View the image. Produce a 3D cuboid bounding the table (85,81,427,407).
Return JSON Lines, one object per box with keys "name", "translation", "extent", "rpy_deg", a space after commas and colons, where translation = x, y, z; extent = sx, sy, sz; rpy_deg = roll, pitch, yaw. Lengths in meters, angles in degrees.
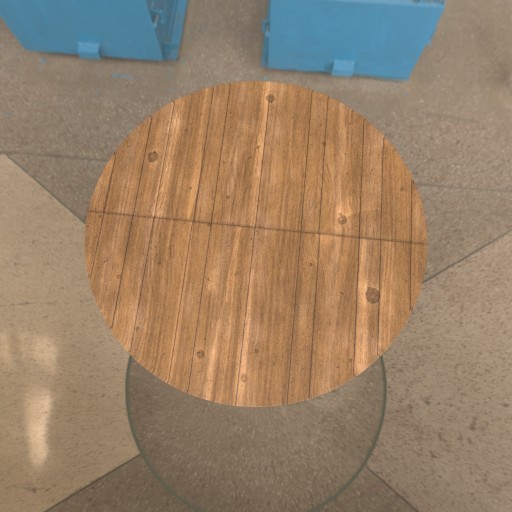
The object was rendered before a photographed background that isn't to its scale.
{"name": "table", "translation": [0.000, 0.000, 1.945], "extent": [1.213, 0.764, 1.213], "rpy_deg": [0, 74, 0]}
